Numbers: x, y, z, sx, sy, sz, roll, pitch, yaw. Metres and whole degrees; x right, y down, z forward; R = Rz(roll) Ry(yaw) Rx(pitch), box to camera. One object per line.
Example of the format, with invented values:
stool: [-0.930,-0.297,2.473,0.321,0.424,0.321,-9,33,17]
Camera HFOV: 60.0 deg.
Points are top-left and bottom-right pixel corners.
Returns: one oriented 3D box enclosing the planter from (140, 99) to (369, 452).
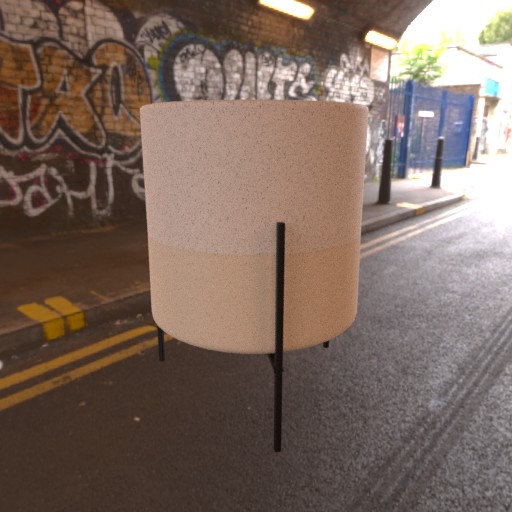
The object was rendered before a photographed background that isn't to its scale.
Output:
planter: [0.000,0.000,0.661,0.313,0.423,0.335,-3,15,-10]
